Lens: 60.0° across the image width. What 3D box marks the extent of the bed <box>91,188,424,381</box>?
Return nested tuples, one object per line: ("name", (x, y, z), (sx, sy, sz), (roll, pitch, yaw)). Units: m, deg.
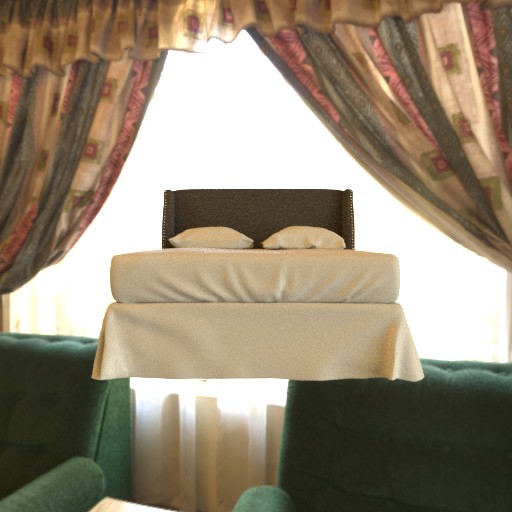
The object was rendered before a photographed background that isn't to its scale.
("bed", (0.000, 0.000, 3.469), (1.925, 1.332, 2.276), (0, 1, 1))
